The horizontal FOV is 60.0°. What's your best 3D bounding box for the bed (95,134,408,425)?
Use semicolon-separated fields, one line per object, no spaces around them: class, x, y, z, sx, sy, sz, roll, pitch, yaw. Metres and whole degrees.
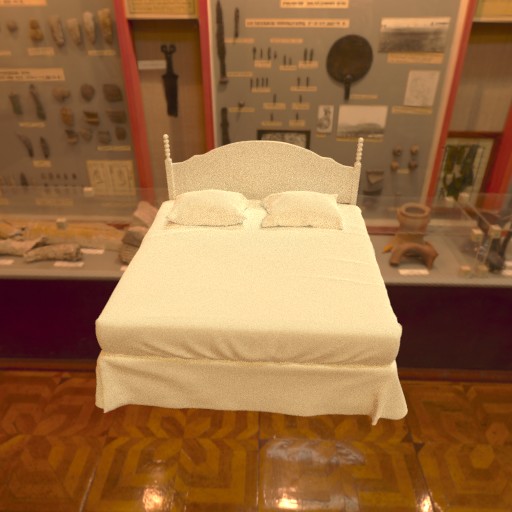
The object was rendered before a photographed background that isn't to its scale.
bed;0.000;0.000;3.655;2.322;1.355;2.219;2;32;3
